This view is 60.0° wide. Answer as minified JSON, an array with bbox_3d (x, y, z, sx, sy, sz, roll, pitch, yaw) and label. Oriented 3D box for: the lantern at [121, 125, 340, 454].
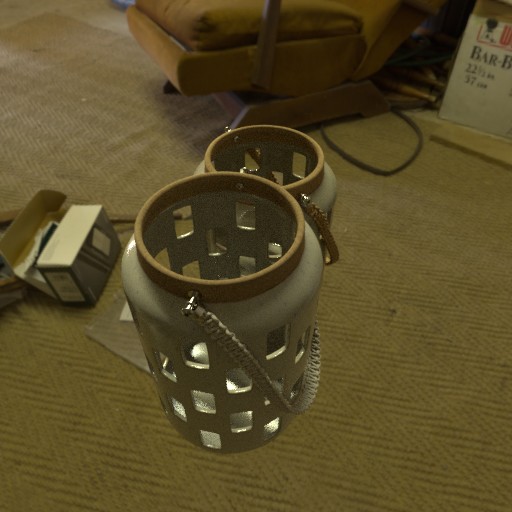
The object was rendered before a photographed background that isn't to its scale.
[{"bbox_3d":[0.000,0.000,0.486,0.184,0.255,0.347,9,46,9],"label":"lantern"}]
